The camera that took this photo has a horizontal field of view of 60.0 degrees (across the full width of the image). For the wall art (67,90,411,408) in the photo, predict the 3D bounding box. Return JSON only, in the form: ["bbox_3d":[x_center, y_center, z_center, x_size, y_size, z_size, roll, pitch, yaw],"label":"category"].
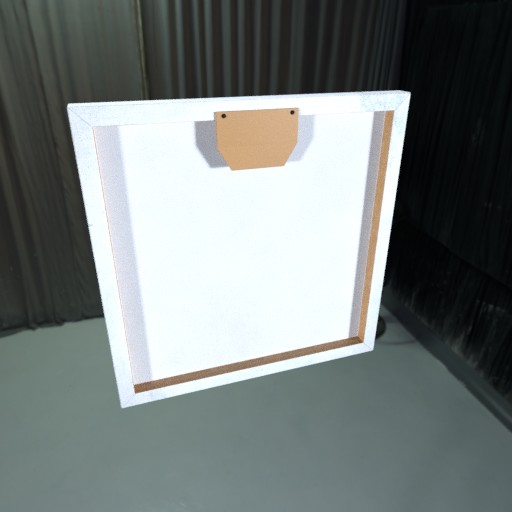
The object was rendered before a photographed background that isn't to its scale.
[{"bbox_3d":[0.000,0.000,0.894,0.605,0.605,0.044,-8,28,-17],"label":"wall art"}]
